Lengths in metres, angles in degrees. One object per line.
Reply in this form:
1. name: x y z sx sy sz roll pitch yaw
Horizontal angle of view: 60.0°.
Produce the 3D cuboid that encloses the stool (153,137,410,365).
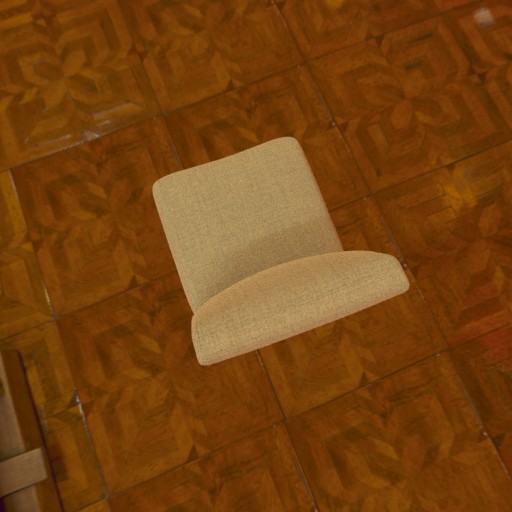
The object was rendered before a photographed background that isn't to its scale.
1. stool: 0.000 0.000 1.390 0.483 1.106 0.569 -20 77 -5
